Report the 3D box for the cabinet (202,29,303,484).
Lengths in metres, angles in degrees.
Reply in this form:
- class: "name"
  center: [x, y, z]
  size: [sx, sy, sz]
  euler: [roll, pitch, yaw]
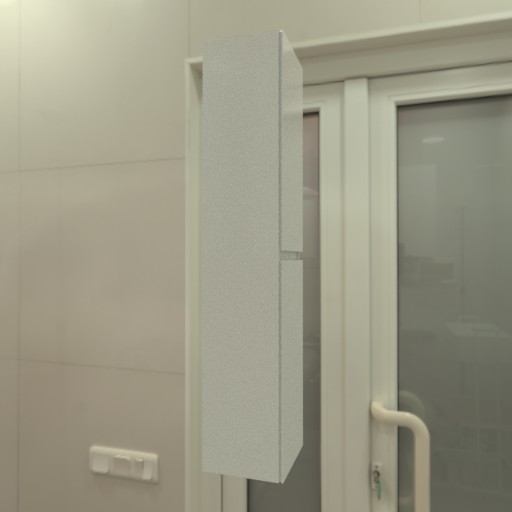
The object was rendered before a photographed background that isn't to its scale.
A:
- class: "cabinet"
  center: [0.000, 0.000, 1.548]
  size: [0.270, 1.400, 0.300]
  euler: [0, 0, 18]
